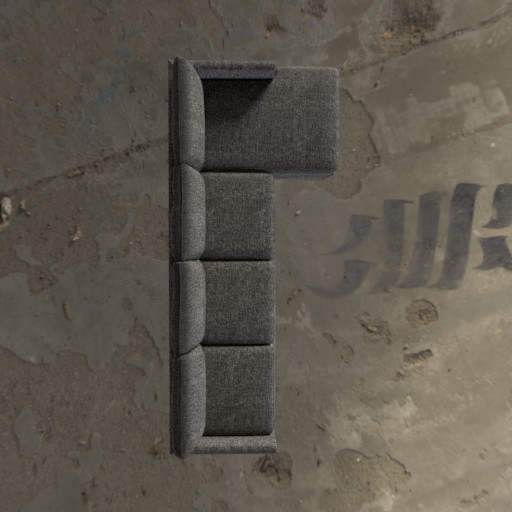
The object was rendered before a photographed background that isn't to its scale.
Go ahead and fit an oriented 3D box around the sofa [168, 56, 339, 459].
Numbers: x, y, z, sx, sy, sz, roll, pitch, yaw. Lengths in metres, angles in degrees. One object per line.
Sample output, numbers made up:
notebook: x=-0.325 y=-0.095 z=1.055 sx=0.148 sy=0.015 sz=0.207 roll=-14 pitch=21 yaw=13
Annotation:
sofa: x=0.000 y=0.000 z=4.004 sx=1.488 sy=0.970 sz=3.384 roll=0 pitch=91 yaw=-1
